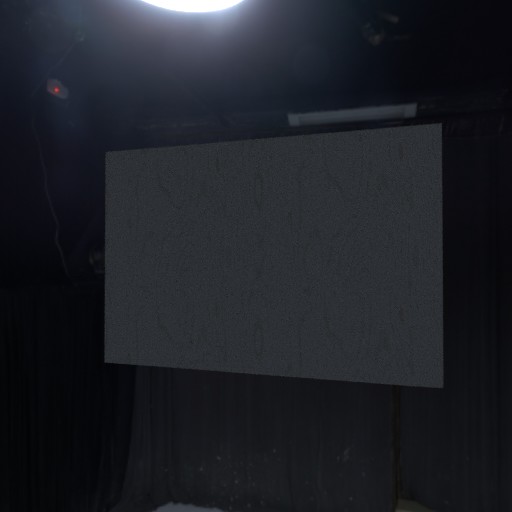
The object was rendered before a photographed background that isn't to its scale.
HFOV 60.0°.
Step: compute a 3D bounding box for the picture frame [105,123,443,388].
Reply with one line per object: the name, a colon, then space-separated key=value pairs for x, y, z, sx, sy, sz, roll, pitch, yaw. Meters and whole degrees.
picture frame: x=0.000 y=0.000 z=1.222 sx=0.950 sy=0.640 sz=0.029 roll=0 pitch=-1 yaw=17
